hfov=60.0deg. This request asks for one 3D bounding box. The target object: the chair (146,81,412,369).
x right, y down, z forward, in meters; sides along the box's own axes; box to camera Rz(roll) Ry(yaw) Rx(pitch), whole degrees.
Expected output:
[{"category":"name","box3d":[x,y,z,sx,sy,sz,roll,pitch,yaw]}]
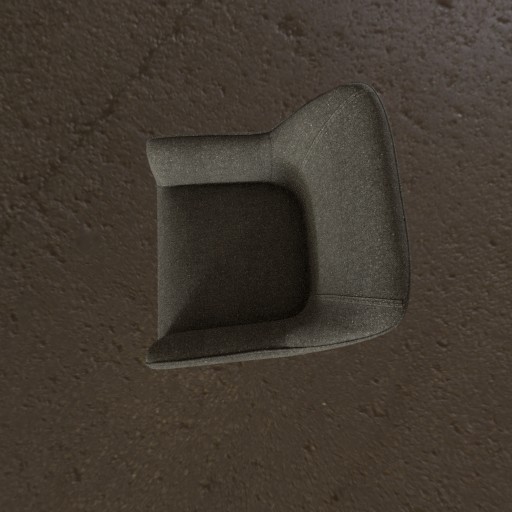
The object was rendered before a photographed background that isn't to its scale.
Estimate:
[{"category":"chair","box3d":[0.000,0.000,1.145,0.519,0.803,0.543,-3,76,-1]}]
